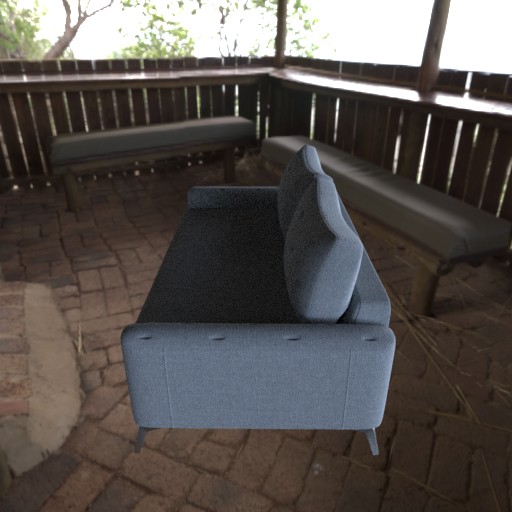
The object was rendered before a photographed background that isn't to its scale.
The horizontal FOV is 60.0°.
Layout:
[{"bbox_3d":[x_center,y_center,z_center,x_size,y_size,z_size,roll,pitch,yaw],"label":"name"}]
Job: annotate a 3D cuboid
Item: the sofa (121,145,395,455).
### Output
[{"bbox_3d":[0.000,0.000,2.155,0.920,0.790,1.650,0,26,1],"label":"sofa"}]
